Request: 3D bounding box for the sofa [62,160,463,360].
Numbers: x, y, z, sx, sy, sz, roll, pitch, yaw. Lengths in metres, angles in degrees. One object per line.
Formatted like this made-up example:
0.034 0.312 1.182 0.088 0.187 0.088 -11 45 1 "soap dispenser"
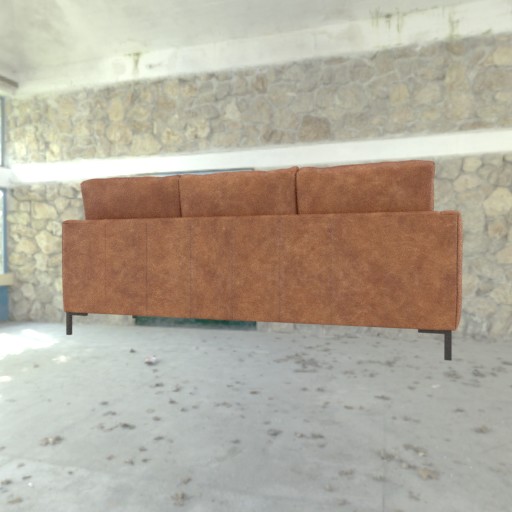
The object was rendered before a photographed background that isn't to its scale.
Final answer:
0.000 0.000 2.473 2.029 0.863 0.748 0 0 17 "sofa"
